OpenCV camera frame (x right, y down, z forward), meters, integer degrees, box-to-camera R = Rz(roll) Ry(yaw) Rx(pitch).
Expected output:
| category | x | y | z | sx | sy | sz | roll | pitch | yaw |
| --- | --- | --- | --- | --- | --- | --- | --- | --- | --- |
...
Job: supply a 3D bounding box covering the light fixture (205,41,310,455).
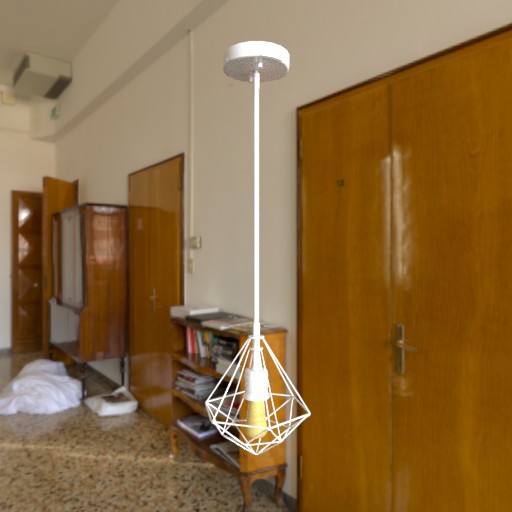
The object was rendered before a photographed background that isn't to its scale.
| category | x | y | z | sx | sy | sz | roll | pitch | yaw |
| --- | --- | --- | --- | --- | --- | --- | --- | --- | --- |
| light fixture | 0.000 | 0.000 | 1.967 | 0.487 | 1.764 | 0.431 | 0 | 0 | 18 |
